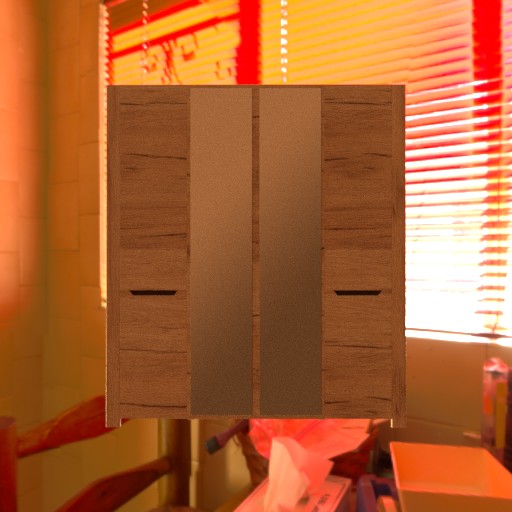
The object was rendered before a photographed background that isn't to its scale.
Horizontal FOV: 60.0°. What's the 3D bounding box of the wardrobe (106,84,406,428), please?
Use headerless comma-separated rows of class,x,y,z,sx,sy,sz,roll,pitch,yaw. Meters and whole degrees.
wardrobe,0.000,0.000,2.957,1.810,2.070,0.580,0,0,0
